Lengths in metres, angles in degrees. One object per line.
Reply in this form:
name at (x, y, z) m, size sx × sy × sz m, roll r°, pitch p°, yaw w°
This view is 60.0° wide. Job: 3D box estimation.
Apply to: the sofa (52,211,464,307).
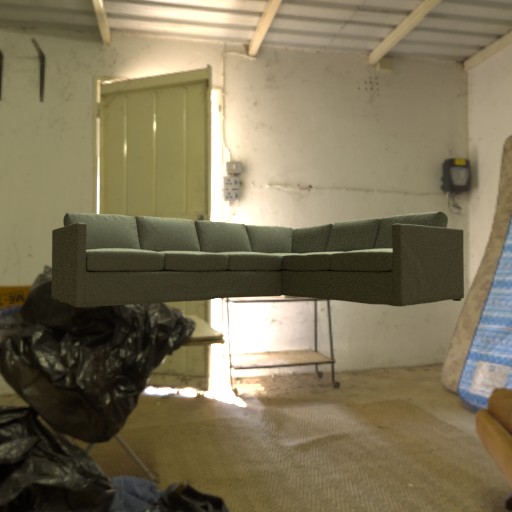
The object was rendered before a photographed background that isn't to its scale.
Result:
sofa at (0.000, 0.000, 4.269) m, size 3.182 × 0.871 × 2.432 m, roll 1°, pitch -2°, yaw -36°
